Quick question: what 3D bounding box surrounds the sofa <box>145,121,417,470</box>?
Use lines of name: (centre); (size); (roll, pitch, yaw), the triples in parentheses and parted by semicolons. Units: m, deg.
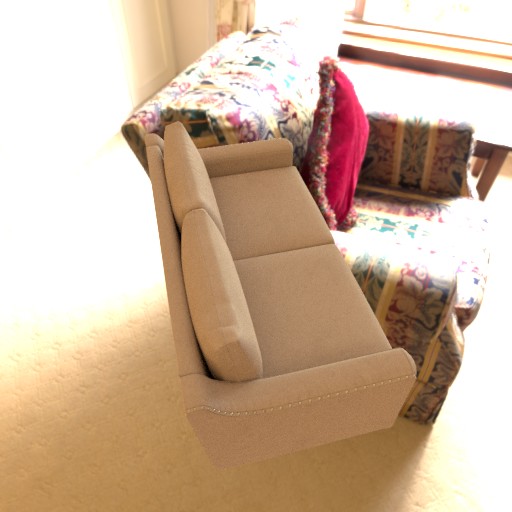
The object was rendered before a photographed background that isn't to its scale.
sofa: (0.000, 0.000, 2.565); (1.030, 0.901, 1.967); (-10, 47, -10)
